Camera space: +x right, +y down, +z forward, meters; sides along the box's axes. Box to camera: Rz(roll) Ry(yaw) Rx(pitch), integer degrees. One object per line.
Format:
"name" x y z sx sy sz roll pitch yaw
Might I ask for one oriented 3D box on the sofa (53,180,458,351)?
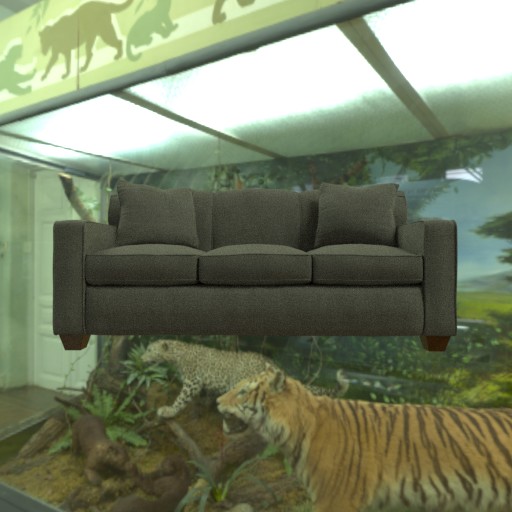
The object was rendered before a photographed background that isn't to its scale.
"sofa" 0.000 0.000 2.638 2.024 0.958 0.997 0 0 1
